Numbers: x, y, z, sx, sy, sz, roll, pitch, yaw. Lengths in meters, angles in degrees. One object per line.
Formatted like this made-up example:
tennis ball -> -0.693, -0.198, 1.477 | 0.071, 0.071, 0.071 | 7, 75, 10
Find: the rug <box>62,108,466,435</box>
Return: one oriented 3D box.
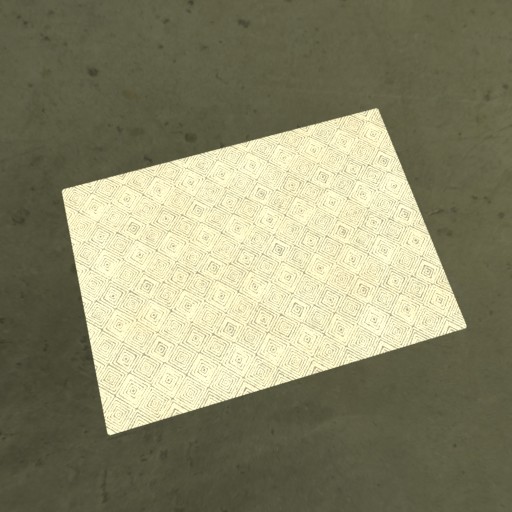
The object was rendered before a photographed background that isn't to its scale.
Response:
rug -> 0.000, 0.000, 2.841 | 2.238, 0.008, 1.593 | -16, 76, -4
